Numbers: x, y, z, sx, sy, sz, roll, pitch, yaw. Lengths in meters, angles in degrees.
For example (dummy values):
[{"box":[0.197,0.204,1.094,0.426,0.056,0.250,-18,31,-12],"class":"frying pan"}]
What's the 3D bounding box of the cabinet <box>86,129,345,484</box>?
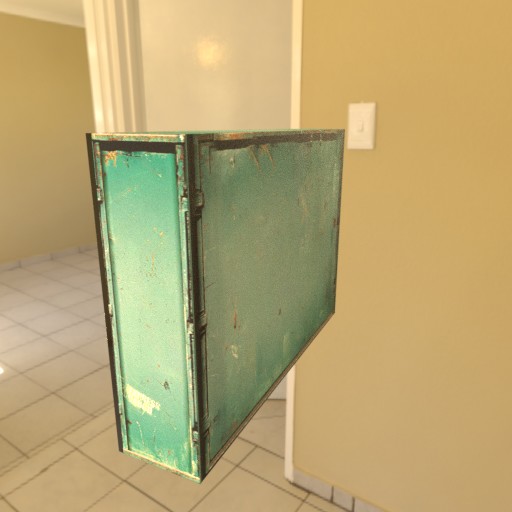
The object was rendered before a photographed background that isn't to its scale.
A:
[{"box":[0.000,0.000,3.963,0.680,2.160,3.001,8,18,25],"class":"cabinet"}]
